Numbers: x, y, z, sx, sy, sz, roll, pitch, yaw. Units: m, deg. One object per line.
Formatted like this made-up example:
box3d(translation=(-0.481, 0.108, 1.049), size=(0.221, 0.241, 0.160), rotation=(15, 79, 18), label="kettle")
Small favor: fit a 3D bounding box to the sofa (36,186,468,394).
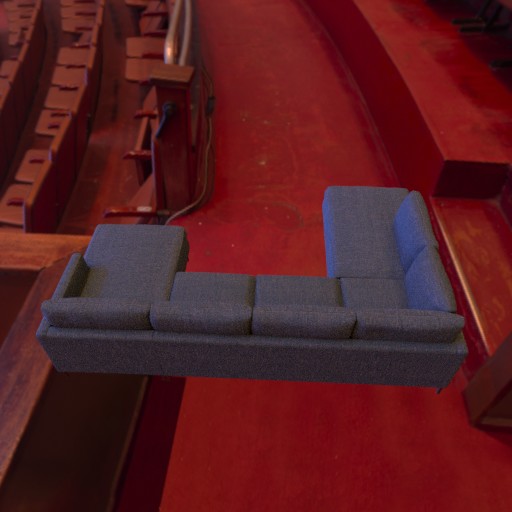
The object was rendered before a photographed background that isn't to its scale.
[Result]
box3d(translation=(0.000, 0.000, 3.499), size=(2.737, 0.753, 1.879), rotation=(2, 46, 2), label="sofa")
